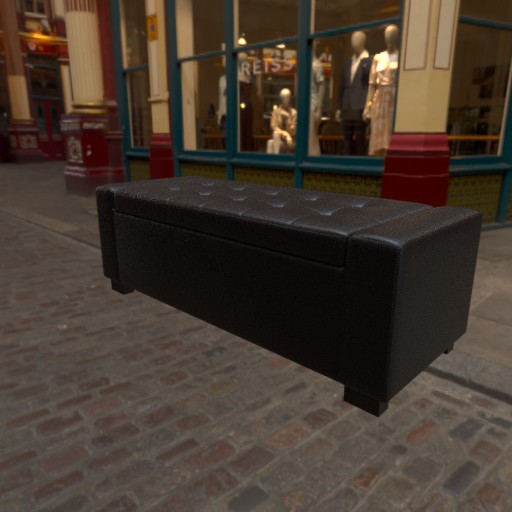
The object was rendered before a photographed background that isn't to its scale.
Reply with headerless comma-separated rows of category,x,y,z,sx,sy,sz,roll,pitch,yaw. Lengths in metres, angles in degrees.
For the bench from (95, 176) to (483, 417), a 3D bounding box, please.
bench,0.000,0.000,1.552,1.296,0.445,0.508,15,22,41
